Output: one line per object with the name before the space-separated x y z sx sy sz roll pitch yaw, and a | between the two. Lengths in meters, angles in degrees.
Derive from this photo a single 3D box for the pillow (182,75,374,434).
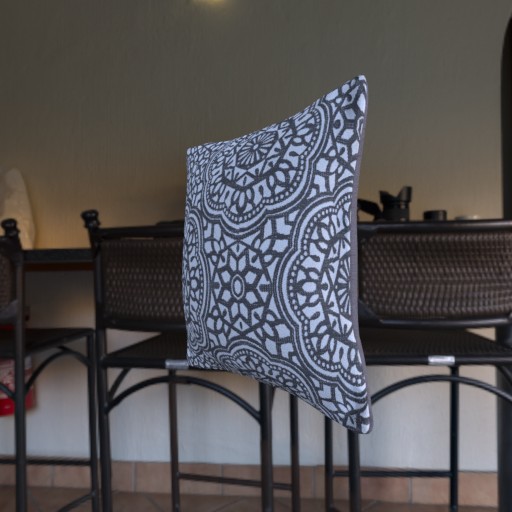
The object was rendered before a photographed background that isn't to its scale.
pillow | 0.000 0.000 0.679 0.148 0.417 0.436 0 -1 -37
